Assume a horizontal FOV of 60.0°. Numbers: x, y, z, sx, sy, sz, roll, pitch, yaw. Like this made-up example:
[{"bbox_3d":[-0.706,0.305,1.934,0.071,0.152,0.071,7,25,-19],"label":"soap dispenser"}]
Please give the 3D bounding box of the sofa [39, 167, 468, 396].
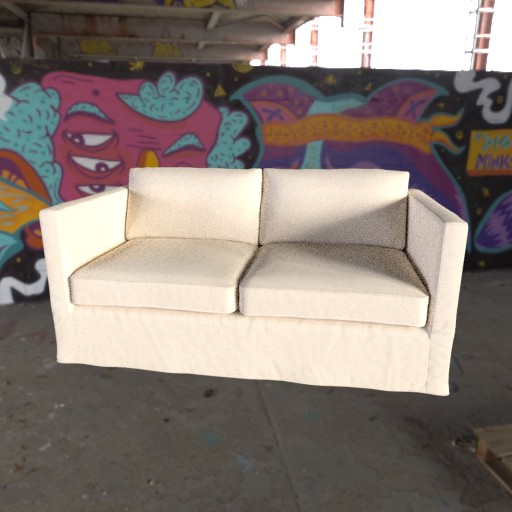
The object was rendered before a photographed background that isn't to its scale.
[{"bbox_3d":[0.000,0.000,2.249,1.746,0.834,0.962,3,16,9],"label":"sofa"}]
